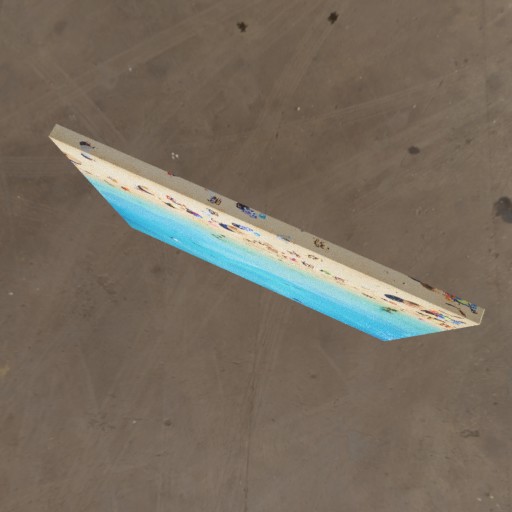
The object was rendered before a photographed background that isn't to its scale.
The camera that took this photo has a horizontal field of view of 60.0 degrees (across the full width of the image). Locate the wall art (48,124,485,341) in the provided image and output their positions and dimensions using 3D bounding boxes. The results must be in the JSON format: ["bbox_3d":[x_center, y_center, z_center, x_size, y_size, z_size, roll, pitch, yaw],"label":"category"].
[{"bbox_3d":[0.000,0.000,1.439,1.136,0.769,0.040,24,78,6],"label":"wall art"}]
